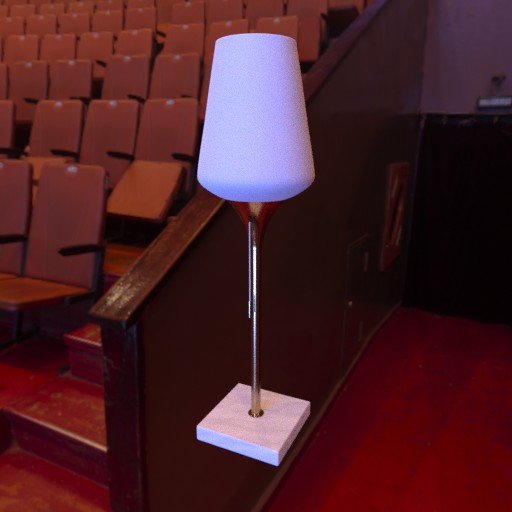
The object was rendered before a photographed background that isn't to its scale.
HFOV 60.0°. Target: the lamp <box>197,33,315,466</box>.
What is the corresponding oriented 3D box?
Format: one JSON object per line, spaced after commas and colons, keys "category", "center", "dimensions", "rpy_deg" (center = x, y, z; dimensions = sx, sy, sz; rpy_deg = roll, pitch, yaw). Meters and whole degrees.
{"category": "lamp", "center": [0.000, 0.000, 0.722], "dimensions": [0.181, 0.639, 0.181], "rpy_deg": [7, 16, 25]}
